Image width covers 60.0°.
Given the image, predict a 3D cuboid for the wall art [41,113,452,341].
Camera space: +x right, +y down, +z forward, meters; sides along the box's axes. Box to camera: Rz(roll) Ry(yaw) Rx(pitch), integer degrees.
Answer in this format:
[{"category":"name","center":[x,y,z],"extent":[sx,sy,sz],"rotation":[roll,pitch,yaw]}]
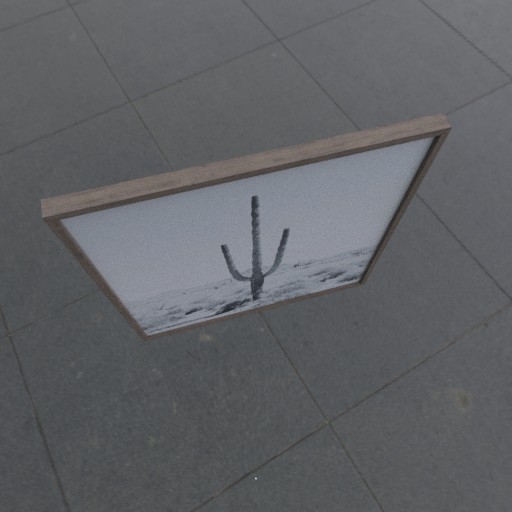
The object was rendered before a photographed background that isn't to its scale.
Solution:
[{"category":"wall art","center":[0.000,0.000,1.144],"extent":[0.762,0.762,0.038],"rotation":[-14,64,-7]}]
